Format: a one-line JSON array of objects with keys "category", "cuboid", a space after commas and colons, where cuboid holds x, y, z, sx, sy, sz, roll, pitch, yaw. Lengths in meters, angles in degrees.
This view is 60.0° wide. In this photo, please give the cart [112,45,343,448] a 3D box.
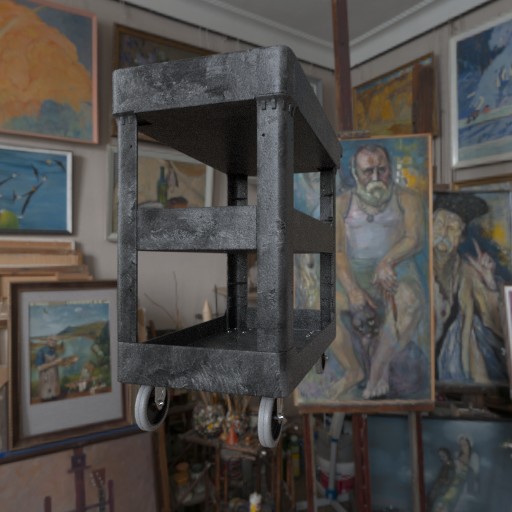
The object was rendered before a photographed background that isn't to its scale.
[{"category": "cart", "cuboid": [0.000, 0.000, 1.338, 0.420, 0.824, 0.877, 0, 0, 18]}]
